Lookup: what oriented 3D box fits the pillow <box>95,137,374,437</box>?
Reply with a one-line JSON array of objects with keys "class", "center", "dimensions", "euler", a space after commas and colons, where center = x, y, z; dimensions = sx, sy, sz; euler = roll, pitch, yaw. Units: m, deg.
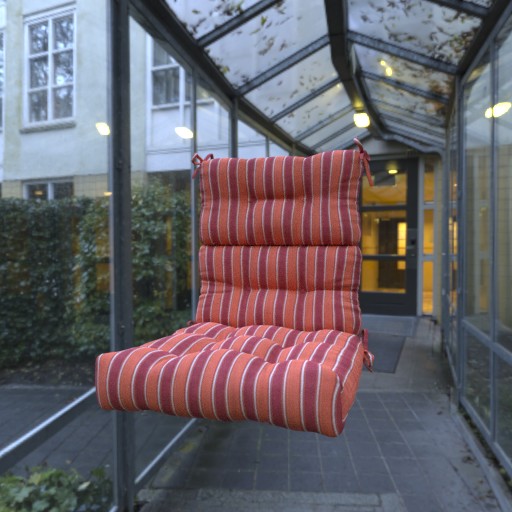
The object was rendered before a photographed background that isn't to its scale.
[{"class": "pillow", "center": [0.000, 0.000, 1.023], "dimensions": [0.519, 0.605, 0.571], "euler": [0, 2, 18]}]
